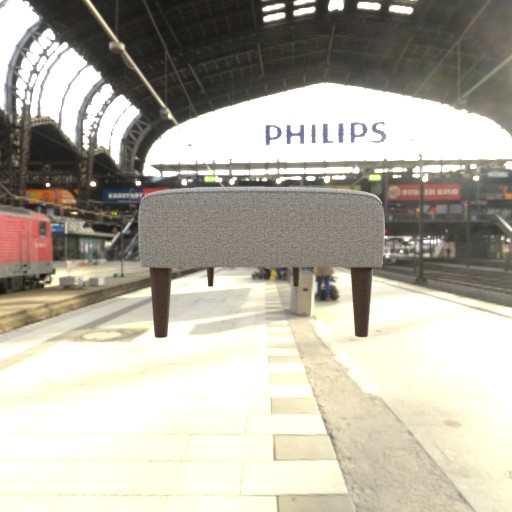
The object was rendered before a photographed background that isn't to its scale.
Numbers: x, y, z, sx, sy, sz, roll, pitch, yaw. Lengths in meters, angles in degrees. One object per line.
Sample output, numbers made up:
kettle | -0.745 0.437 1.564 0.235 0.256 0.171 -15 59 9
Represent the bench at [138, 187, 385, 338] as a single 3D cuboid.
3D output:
bench | 0.000 0.000 1.865 0.631 0.383 1.598 0 1 -1
